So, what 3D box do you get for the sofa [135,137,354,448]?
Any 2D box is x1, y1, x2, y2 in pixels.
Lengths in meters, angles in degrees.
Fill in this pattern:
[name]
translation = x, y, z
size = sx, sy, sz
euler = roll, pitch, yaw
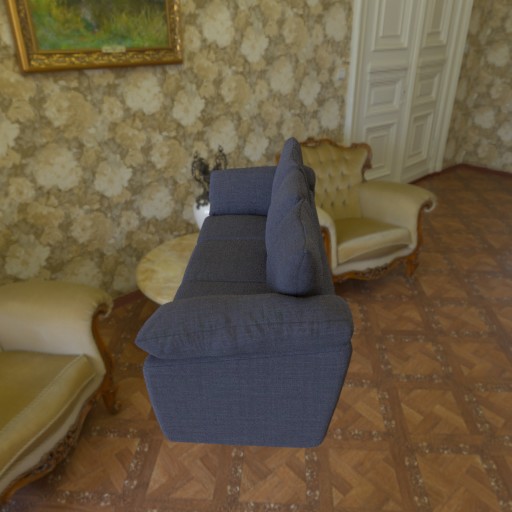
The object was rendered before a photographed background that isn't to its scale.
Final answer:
[sofa]
translation = 0.000, 0.000, 2.842
size = 0.883, 1.080, 2.336
euler = 1, 27, 2
